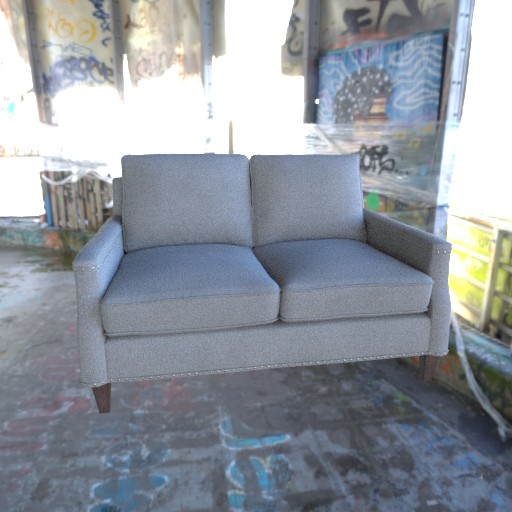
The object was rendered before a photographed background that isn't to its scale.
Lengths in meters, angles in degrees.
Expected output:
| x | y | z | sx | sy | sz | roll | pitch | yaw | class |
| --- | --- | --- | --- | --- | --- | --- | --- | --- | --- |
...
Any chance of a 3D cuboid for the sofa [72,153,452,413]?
| x | y | z | sx | sy | sz | roll | pitch | yaw | class |
| --- | --- | --- | --- | --- | --- | --- | --- | --- | --- |
| 0.000 | 0.000 | 2.270 | 1.597 | 1.003 | 1.084 | -3 | 16 | -9 | sofa |
